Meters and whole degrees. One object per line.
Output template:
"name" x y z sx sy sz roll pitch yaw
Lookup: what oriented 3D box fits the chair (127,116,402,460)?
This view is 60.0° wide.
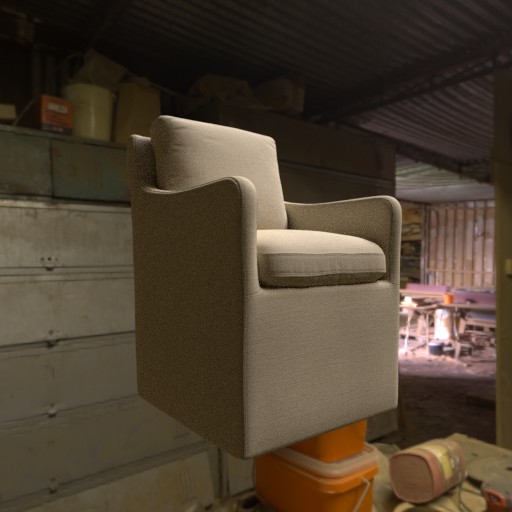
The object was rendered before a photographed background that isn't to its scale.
"chair" 0.000 0.000 1.402 0.626 0.914 0.694 0 0 -37
